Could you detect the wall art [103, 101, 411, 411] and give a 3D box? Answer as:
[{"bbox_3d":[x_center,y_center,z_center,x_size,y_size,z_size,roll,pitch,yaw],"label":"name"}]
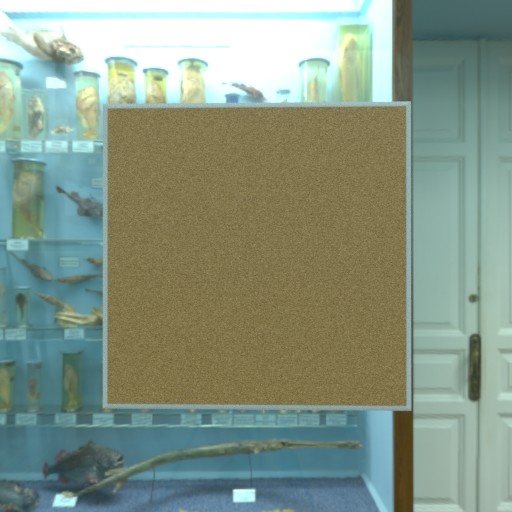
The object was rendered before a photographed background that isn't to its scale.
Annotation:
[{"bbox_3d":[0.000,0.000,1.124,0.768,0.765,0.041,0,0,1],"label":"wall art"}]
